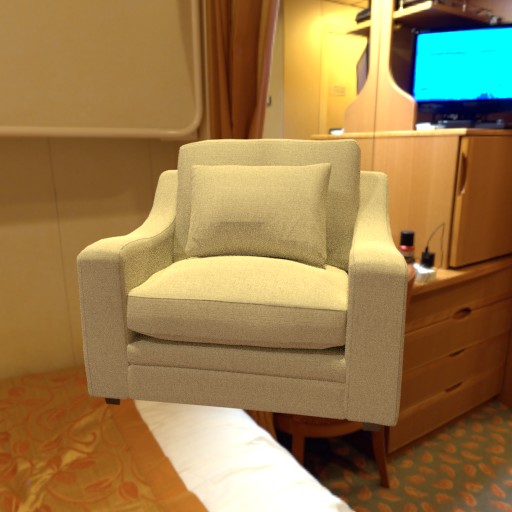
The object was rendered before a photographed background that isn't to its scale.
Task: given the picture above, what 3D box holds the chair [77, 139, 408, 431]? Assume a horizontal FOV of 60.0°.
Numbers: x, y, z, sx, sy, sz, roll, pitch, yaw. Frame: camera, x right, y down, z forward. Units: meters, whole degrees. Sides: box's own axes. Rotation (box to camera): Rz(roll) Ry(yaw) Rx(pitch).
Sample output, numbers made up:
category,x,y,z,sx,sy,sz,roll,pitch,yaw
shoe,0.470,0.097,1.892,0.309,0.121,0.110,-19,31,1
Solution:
category,x,y,z,sx,sy,sz,roll,pitch,yaw
chair,0.000,0.000,1.968,1.178,1.016,1.009,2,14,9
